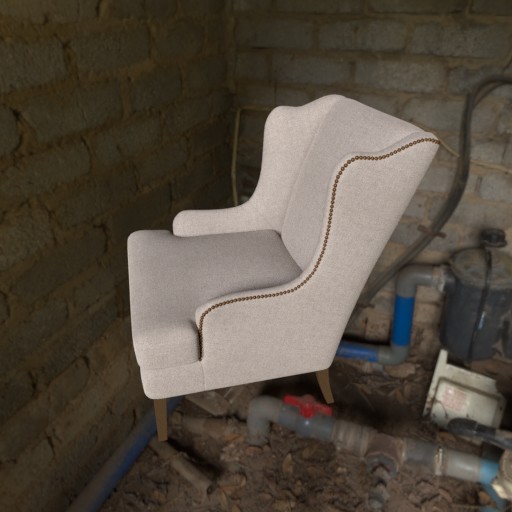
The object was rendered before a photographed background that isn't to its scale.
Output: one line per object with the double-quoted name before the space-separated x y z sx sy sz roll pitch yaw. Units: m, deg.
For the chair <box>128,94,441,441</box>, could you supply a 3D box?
"chair" 0.000 0.000 1.665 0.940 1.029 0.737 -8 31 -13
